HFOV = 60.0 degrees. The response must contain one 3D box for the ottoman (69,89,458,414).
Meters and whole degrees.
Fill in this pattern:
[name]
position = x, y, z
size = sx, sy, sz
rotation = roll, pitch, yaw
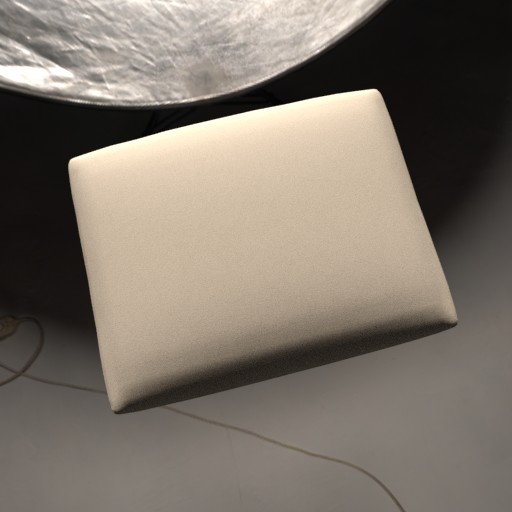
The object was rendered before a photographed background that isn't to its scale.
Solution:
[ottoman]
position = 0.000, 0.000, 1.126
size = 0.741, 0.513, 0.584
rotation = -14, 78, -3
